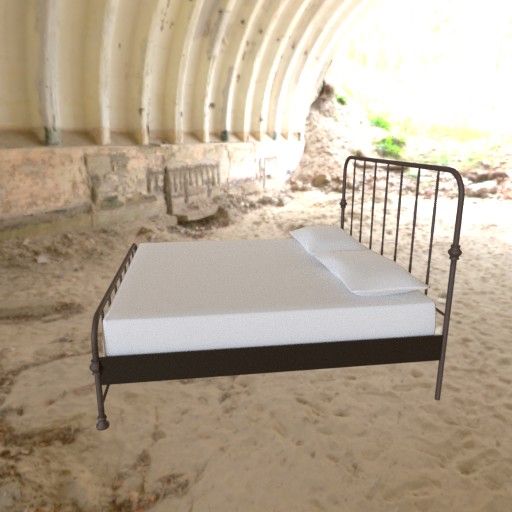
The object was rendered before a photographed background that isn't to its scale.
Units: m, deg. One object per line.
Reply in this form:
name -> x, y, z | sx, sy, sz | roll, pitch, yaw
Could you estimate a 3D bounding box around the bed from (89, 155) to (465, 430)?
bed -> 0.000, 0.000, 3.442 | 2.134, 1.446, 2.044 | -2, 15, -8
